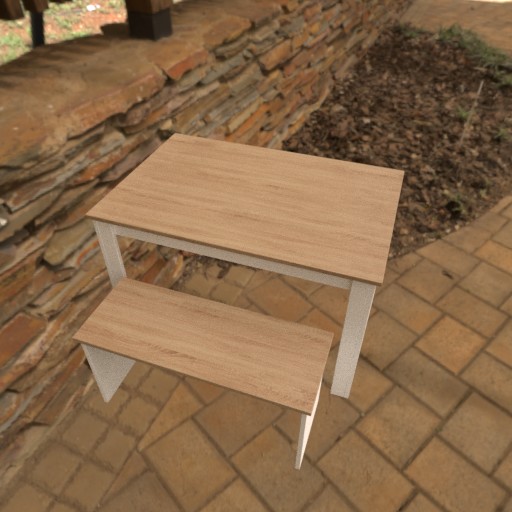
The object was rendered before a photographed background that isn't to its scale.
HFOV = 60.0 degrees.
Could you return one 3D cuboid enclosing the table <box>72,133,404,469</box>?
[{"bbox_3d":[0.000,0.000,2.016,1.100,0.700,1.443,13,43,15],"label":"table"}]
